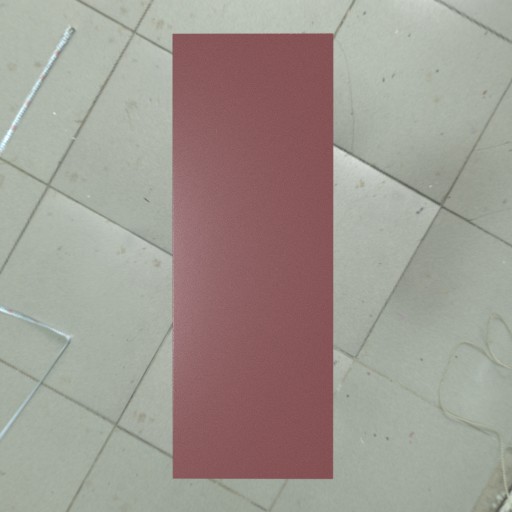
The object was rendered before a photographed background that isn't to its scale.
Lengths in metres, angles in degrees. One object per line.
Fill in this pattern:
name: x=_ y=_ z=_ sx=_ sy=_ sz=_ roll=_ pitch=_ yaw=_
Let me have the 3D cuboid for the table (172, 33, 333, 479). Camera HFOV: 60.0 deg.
table: x=0.000 y=0.000 z=1.438 sx=0.397 sy=0.753 sz=1.068 roll=0 pitch=90 yaw=0
